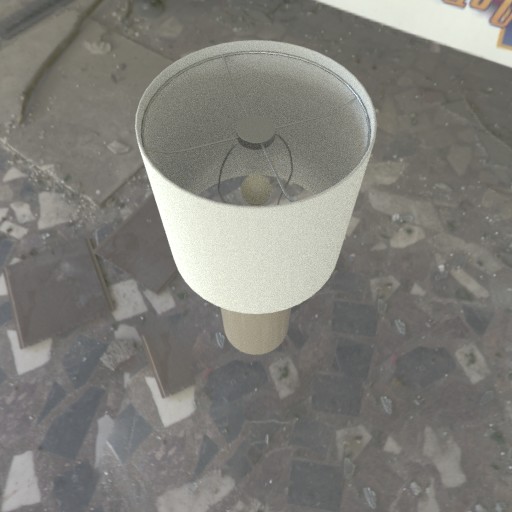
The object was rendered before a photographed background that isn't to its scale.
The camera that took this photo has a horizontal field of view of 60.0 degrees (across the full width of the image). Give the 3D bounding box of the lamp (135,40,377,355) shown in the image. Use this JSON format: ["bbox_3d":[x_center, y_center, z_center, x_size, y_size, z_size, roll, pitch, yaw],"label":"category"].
[{"bbox_3d":[0.000,0.000,0.603,0.212,0.493,0.212,-17,60,-10],"label":"lamp"}]
